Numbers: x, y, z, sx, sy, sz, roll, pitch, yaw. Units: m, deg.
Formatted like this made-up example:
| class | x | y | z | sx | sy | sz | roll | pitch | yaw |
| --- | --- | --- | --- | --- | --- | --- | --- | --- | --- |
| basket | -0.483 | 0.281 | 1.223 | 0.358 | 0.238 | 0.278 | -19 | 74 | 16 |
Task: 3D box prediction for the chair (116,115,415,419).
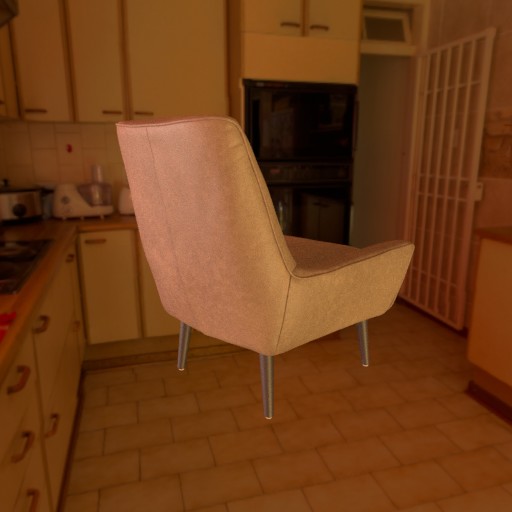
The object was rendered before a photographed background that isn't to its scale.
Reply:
| class | x | y | z | sx | sy | sz | roll | pitch | yaw |
| --- | --- | --- | --- | --- | --- | --- | --- | --- | --- |
| chair | 0.000 | 0.000 | 1.533 | 0.787 | 0.888 | 0.824 | 13 | 19 | 42 |
